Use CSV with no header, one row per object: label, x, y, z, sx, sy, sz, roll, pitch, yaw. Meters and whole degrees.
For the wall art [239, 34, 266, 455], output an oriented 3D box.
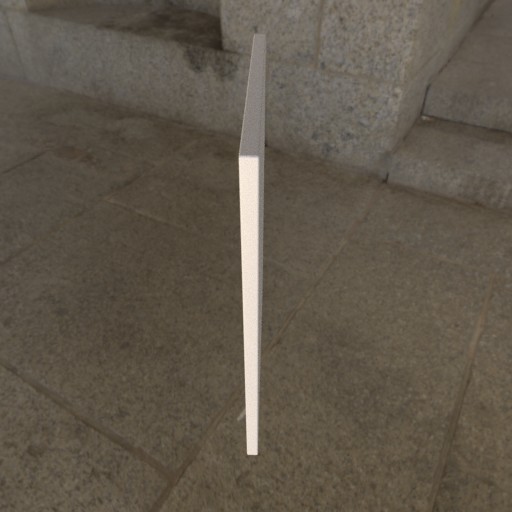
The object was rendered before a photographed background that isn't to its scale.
wall art,0.000,0.000,1.032,0.026,0.813,0.556,1,41,1
